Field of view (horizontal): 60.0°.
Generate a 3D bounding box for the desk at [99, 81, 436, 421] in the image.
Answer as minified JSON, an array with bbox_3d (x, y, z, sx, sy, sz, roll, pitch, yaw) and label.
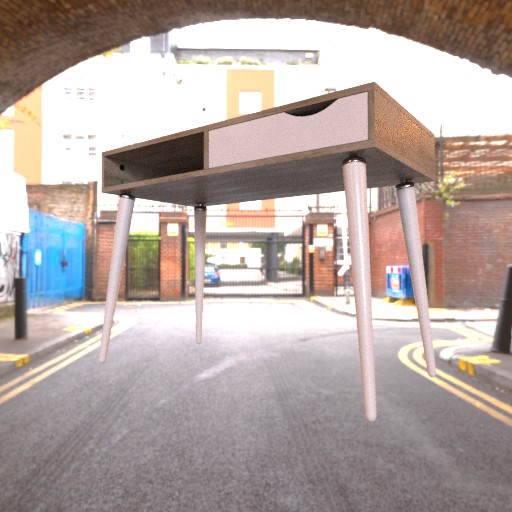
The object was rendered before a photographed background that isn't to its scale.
[{"bbox_3d":[0.000,0.000,1.417,0.979,0.723,0.491,-1,-2,37],"label":"desk"}]
